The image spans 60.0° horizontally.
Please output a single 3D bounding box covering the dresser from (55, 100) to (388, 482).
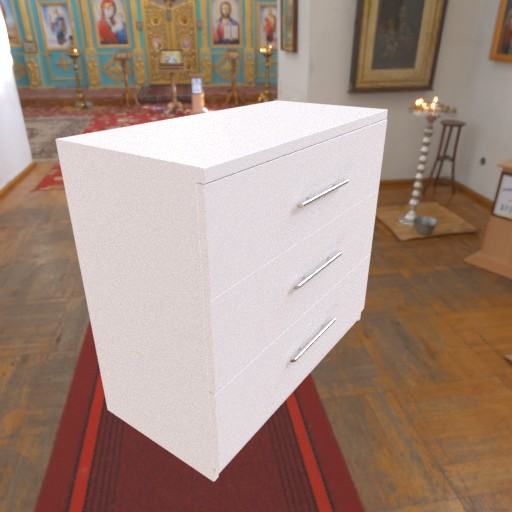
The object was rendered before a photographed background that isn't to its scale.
[{"bbox_3d":[0.000,0.000,1.263,0.420,0.740,0.830,17,31,32],"label":"dresser"}]
